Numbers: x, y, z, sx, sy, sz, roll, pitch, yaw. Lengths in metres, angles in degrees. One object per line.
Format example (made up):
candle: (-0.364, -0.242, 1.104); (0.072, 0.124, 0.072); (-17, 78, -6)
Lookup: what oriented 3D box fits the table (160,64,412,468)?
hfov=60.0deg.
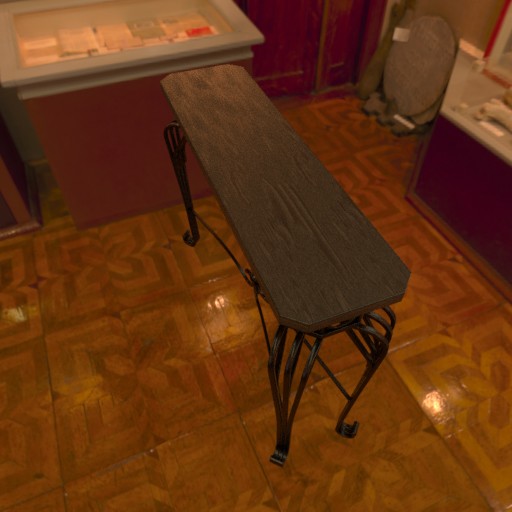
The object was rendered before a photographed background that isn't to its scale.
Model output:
table: (0.000, 0.000, 1.473); (0.329, 0.800, 1.112); (-16, 50, -14)
